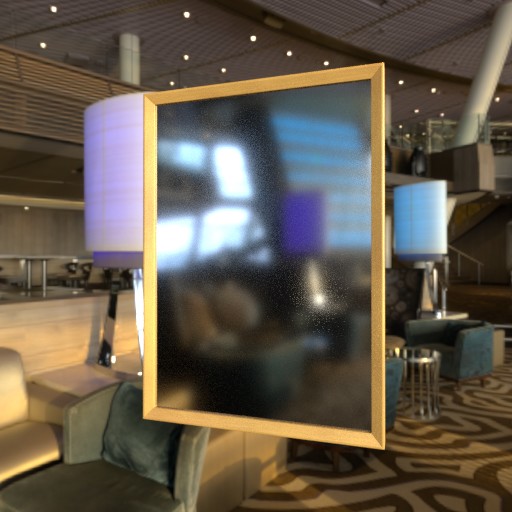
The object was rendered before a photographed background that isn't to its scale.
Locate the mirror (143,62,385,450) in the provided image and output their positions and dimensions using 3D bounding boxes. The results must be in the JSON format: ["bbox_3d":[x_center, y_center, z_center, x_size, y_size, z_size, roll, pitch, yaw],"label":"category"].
[{"bbox_3d":[0.000,0.000,0.909,0.507,0.710,0.039,0,0,18],"label":"mirror"}]
